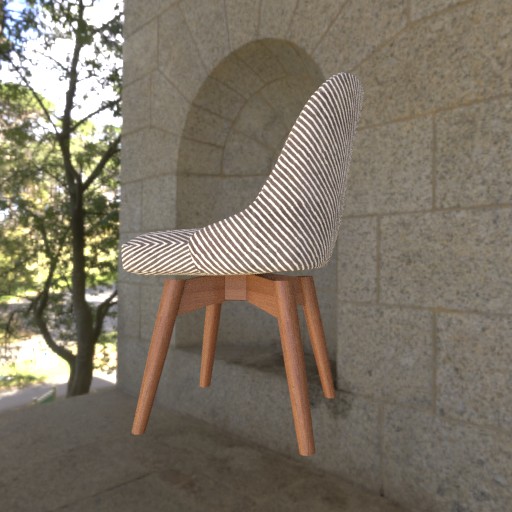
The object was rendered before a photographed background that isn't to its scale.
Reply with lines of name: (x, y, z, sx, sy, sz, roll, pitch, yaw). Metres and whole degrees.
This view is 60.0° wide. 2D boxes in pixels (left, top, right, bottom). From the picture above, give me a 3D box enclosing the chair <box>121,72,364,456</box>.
chair: (0.000, 0.000, 1.247, 0.591, 0.883, 0.504, 0, -1, 16)
